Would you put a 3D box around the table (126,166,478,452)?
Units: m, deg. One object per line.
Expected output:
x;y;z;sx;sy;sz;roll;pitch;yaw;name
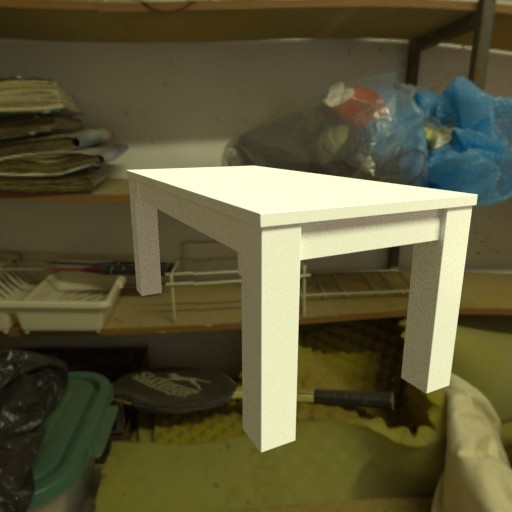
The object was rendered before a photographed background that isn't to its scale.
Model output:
0.000;0.000;2.298;0.900;0.790;1.800;-8;17;-26;table
